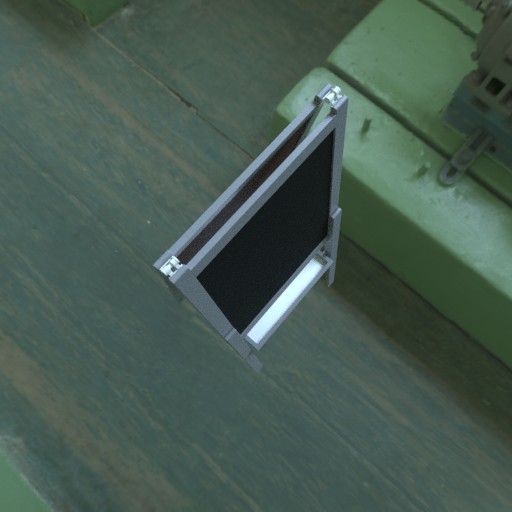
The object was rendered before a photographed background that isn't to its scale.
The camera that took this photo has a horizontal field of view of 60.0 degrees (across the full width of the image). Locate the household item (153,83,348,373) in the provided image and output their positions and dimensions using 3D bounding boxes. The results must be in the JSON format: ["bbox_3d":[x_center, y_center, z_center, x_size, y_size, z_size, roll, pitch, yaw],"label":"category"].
[{"bbox_3d":[0.000,0.000,1.436,0.469,1.172,0.531,40,78,10],"label":"household item"}]
